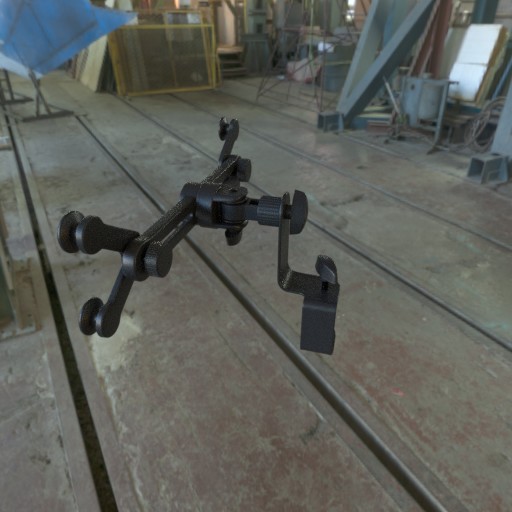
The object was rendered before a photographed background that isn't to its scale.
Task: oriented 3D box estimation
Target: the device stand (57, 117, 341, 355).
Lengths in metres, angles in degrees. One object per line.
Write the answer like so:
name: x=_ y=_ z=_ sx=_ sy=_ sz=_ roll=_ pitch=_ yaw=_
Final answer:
device stand: x=0.000 y=0.000 z=0.366 sx=0.142 sy=0.166 sz=0.270 roll=8 pitch=30 yaw=14
